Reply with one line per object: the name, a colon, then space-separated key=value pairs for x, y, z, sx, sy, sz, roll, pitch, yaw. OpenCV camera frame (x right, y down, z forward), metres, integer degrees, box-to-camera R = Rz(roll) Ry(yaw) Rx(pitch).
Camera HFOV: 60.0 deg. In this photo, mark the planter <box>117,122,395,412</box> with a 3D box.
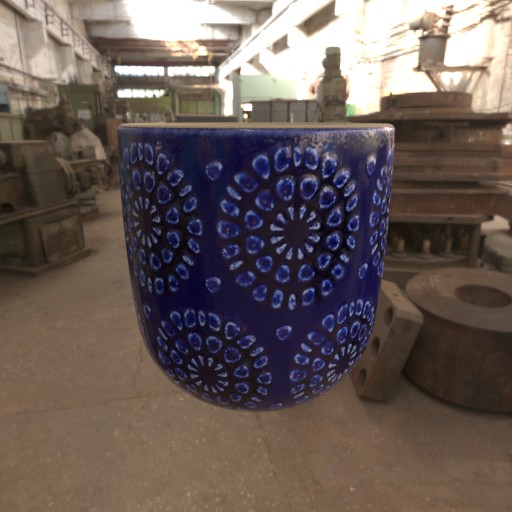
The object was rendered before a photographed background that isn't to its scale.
planter: x=0.000 y=0.000 z=0.195 sx=0.109 sy=0.112 sz=0.109 roll=0 pitch=17 yaw=0
